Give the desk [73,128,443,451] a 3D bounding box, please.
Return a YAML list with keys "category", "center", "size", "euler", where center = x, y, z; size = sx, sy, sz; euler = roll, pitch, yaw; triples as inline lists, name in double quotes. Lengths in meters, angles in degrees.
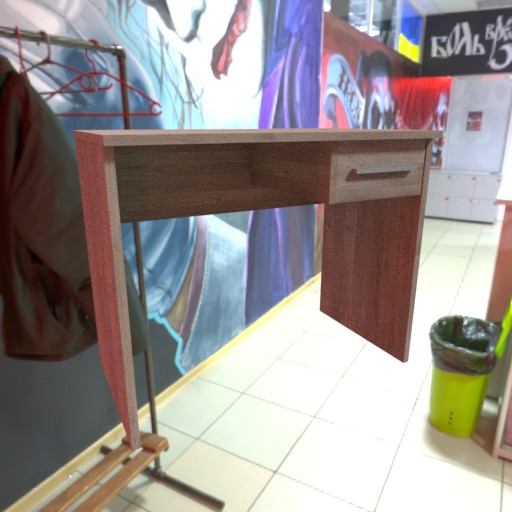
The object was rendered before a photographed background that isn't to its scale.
- category: "desk"
  center: [0.000, 0.000, 1.328]
  size: [0.893, 0.724, 0.498]
  euler: [-9, 19, -26]
